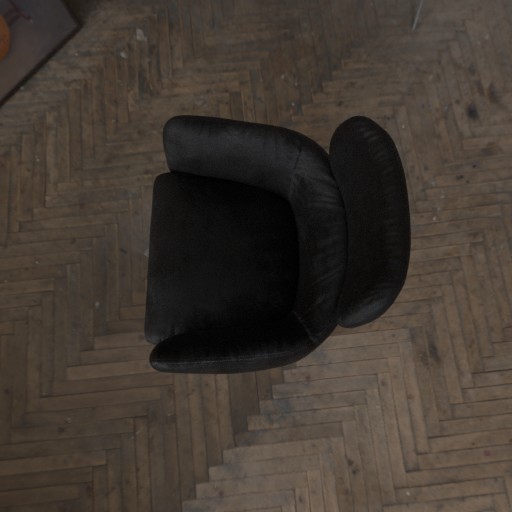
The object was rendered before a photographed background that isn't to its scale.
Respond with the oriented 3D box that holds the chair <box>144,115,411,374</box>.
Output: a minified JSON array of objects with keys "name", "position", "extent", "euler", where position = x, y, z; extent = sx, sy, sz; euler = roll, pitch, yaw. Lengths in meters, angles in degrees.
[{"name":"chair","position":[0.000,0.000,1.250],"extent":[0.604,0.818,0.640],"euler":[0,76,0]}]
